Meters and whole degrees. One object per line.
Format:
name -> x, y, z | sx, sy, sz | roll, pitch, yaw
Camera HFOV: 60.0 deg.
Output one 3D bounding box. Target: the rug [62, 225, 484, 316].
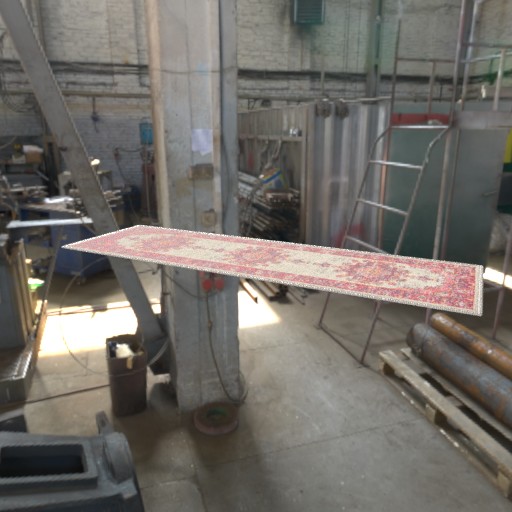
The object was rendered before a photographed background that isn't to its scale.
rug -> 0.000, 0.000, 1.983 | 1.824, 0.009, 0.562 | 8, 18, 26
